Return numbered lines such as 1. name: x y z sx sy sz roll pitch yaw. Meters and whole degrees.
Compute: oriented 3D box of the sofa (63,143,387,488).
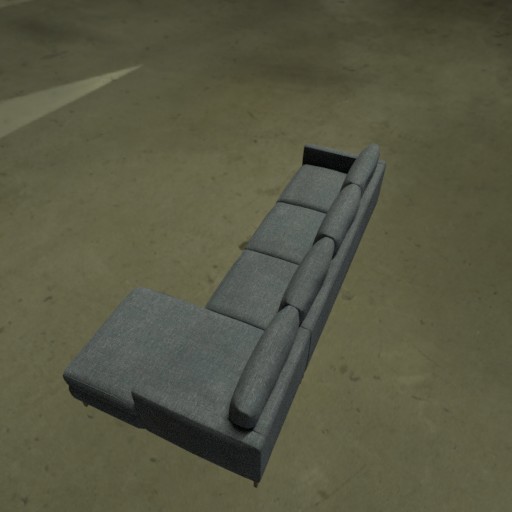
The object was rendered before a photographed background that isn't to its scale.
1. sofa: 0.000 0.000 3.469 1.350 0.810 2.932 18 47 17
